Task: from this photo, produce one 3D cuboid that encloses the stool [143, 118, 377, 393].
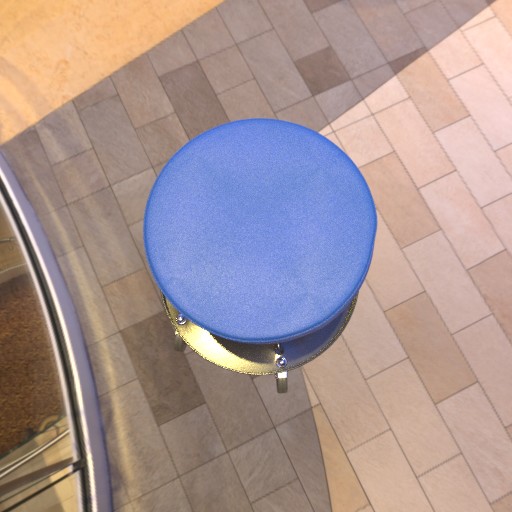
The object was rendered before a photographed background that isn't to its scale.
[{"bbox_3d":[0.000,0.000,0.685,0.382,0.365,0.381,17,77,4],"label":"stool"}]
